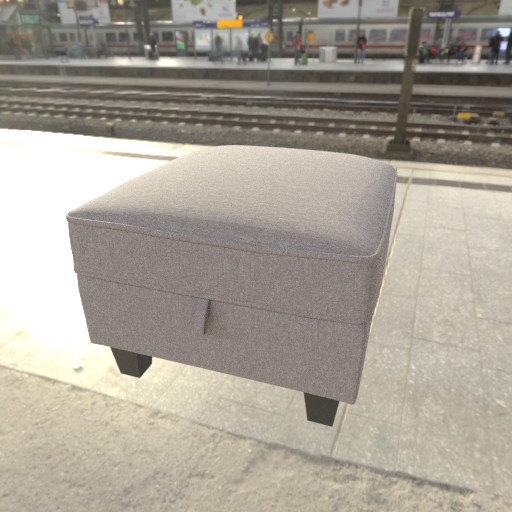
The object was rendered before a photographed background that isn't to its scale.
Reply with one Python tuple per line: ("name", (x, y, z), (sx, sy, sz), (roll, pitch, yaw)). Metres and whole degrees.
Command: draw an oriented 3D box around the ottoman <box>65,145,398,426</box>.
("ottoman", (0.000, 0.000, 1.439), (0.808, 0.612, 0.871), (8, 27, 17))
